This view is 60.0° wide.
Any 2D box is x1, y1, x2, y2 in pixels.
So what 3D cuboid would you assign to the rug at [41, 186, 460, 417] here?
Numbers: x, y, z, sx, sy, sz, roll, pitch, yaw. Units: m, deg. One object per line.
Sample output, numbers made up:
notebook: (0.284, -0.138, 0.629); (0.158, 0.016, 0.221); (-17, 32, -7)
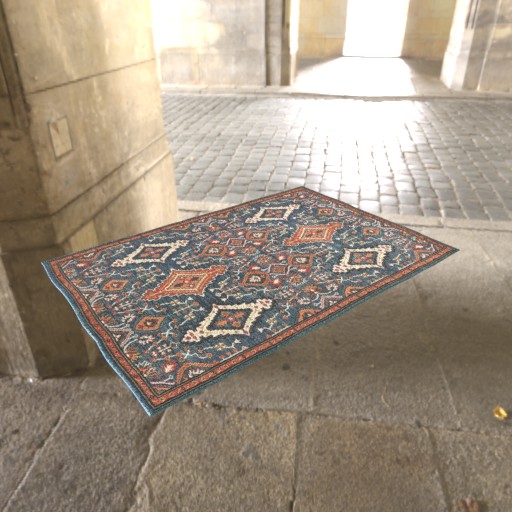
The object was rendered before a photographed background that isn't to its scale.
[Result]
rug: (0.000, 0.000, 3.003); (2.373, 0.009, 1.622); (-21, 35, -32)
